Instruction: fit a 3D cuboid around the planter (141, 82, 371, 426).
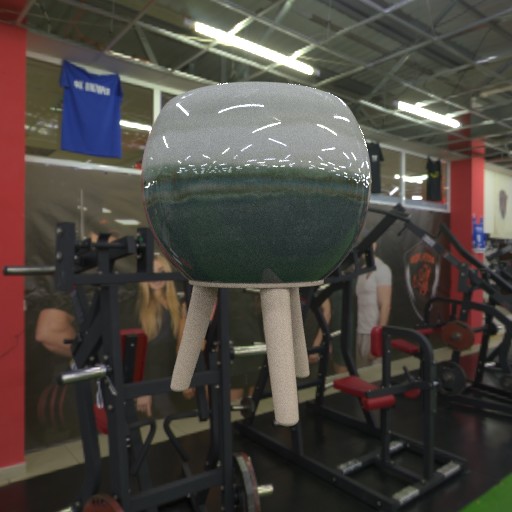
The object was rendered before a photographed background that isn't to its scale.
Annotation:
[{"bbox_3d":[0.000,0.000,0.441,0.222,0.278,0.222,0,0,0],"label":"planter"}]
